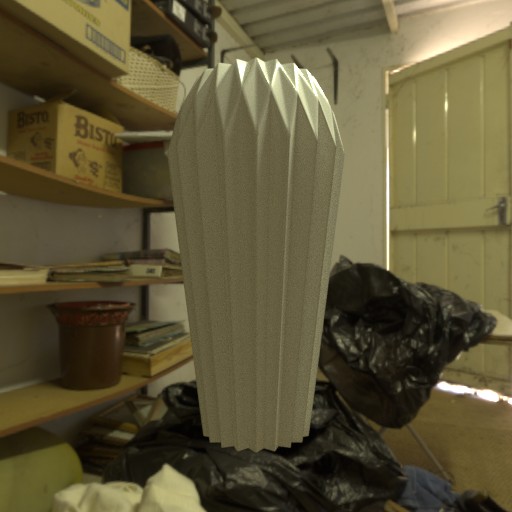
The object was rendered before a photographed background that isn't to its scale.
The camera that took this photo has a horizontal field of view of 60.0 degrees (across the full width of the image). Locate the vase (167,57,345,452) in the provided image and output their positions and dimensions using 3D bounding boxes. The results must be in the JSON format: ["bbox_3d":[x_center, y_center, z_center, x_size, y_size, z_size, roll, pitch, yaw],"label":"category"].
[{"bbox_3d":[0.000,0.000,0.337,0.133,0.263,0.133,0,0,0],"label":"vase"}]
